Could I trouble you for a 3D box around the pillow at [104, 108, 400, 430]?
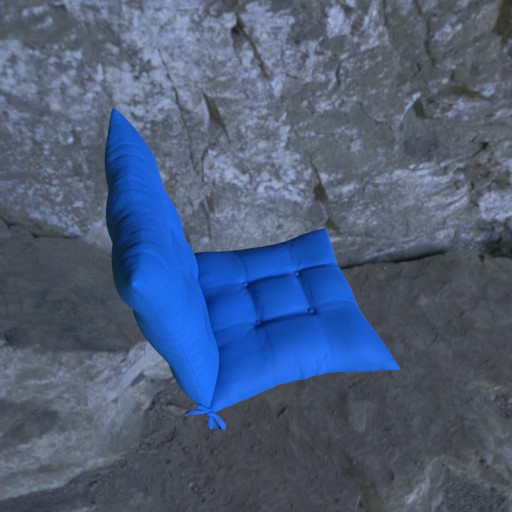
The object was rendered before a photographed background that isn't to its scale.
[{"bbox_3d":[0.000,0.000,1.011,0.585,0.536,0.541,-11,48,-10],"label":"pillow"}]
